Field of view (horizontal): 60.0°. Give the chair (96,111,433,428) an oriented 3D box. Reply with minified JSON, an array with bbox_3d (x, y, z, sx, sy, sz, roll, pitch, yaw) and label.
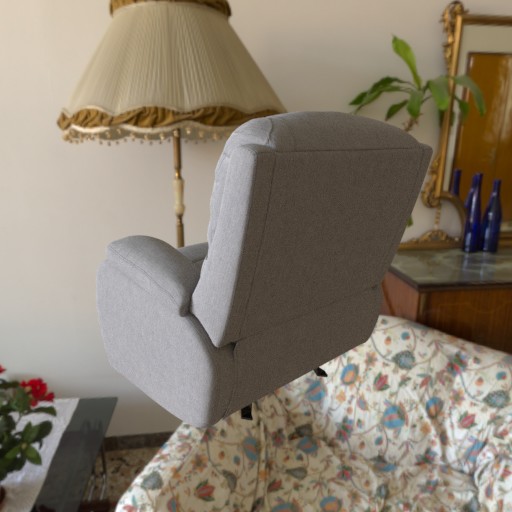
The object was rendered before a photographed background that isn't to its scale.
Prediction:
[{"bbox_3d":[0.000,0.000,1.667,0.930,1.011,0.899,-14,20,-42],"label":"chair"}]
